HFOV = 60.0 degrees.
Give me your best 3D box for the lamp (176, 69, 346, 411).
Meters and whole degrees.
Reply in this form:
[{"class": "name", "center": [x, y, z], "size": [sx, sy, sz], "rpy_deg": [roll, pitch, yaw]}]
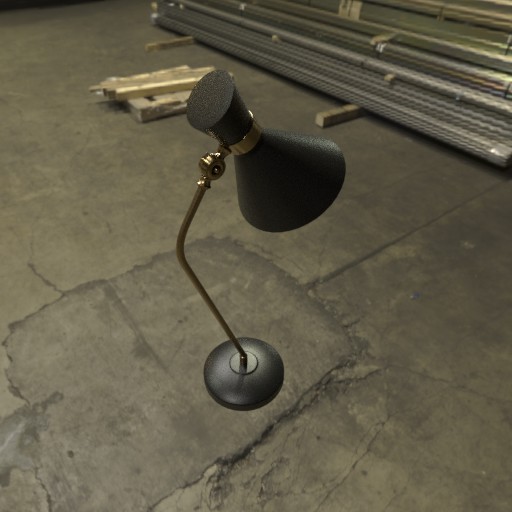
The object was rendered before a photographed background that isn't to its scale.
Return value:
[{"class": "lamp", "center": [0.000, 0.000, 0.772], "size": [0.292, 0.647, 0.189], "rpy_deg": [-26, 46, -27]}]
